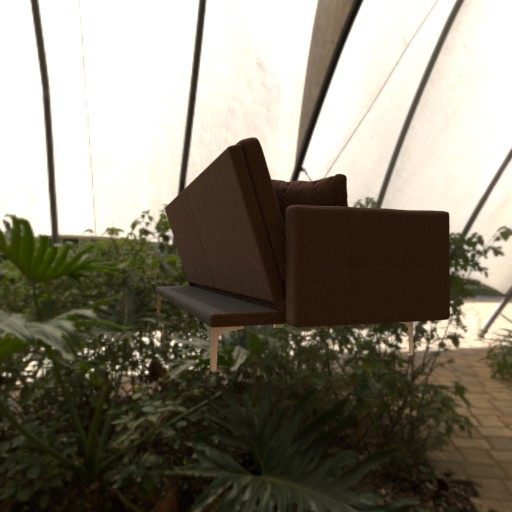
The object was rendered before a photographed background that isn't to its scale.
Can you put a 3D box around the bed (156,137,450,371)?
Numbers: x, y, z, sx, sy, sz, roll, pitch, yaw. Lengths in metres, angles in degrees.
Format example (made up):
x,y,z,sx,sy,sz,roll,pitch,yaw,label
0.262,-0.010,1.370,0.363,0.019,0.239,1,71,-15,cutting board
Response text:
x,y,z,sx,sy,sz,roll,pitch,yaw,label
0.000,0.000,2.391,0.889,0.787,1.905,0,-1,-18,bed
